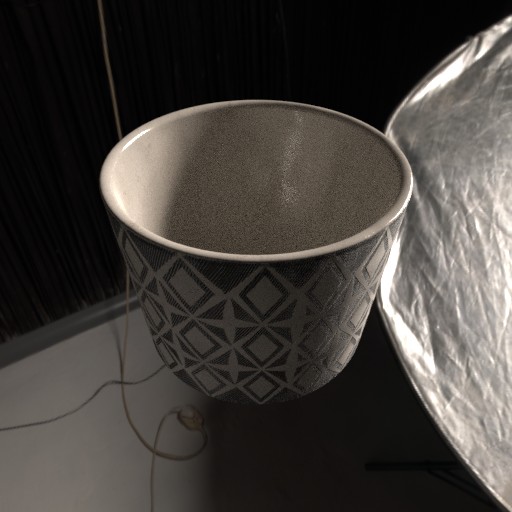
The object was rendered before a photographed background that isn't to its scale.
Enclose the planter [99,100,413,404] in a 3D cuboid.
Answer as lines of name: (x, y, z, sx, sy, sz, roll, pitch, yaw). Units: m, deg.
planter: (0.000, 0.000, 0.451, 0.260, 0.220, 0.260, 0, 41, 0)
